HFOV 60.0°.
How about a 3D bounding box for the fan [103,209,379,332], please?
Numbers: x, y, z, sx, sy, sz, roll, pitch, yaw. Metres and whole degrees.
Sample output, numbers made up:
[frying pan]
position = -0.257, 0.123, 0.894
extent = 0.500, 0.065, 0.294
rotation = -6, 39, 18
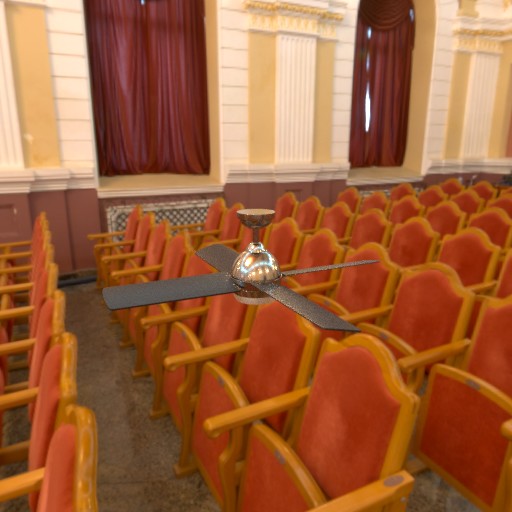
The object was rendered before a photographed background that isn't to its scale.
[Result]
[fan]
position = 0.000, 0.000, 2.001
extent = 1.332, 0.403, 1.332
rotation = -7, 16, -25
